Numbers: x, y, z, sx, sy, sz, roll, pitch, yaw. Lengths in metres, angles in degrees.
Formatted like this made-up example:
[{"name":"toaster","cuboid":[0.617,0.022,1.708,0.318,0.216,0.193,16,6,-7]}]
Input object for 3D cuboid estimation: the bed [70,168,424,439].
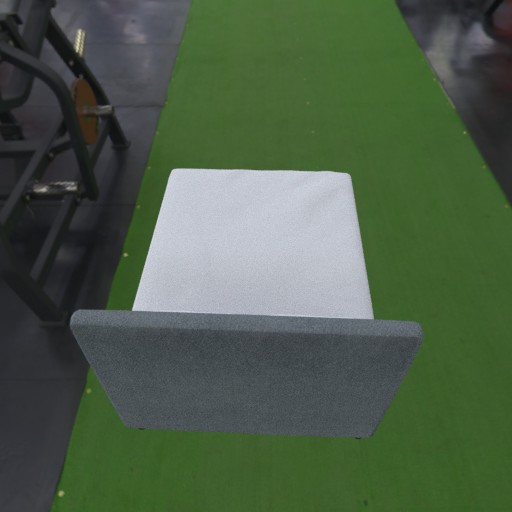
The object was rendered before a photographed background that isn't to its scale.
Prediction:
[{"name":"bed","cuboid":[0.000,0.000,3.206,1.713,1.330,2.142,2,48,2]}]
